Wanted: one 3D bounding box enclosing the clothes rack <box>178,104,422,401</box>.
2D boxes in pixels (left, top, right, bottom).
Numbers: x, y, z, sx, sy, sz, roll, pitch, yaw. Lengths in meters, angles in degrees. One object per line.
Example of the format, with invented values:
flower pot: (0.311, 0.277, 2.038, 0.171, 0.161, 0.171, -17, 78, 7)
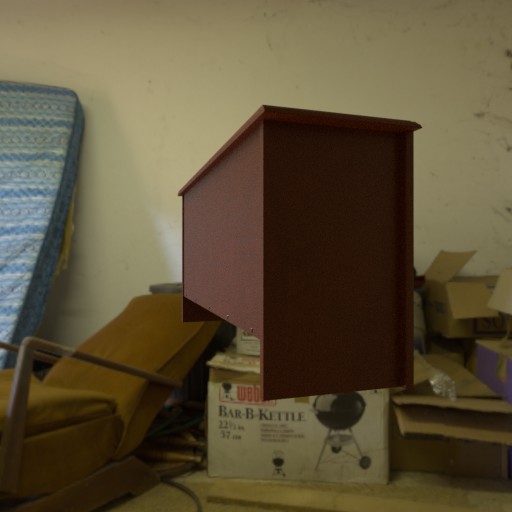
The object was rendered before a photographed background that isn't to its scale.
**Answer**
clothes rack: (0.000, 0.000, 1.505, 0.362, 0.594, 1.251, 0, 0, -18)
